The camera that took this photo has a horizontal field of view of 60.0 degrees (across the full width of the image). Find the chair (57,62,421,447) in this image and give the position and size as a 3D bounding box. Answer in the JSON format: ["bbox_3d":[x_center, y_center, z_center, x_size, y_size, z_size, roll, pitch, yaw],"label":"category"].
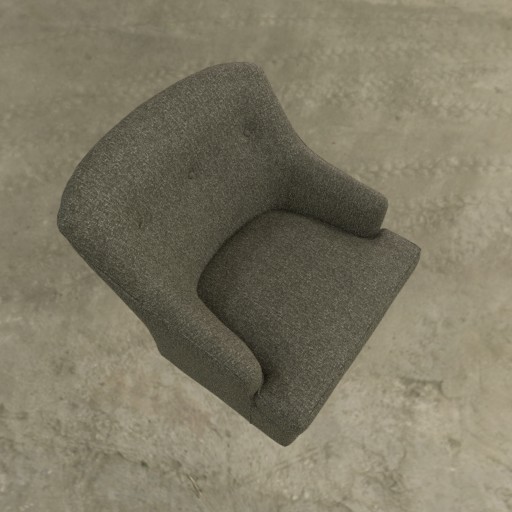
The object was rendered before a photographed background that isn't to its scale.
[{"bbox_3d":[0.000,0.000,1.538,0.923,0.856,0.864,33,64,19],"label":"chair"}]
